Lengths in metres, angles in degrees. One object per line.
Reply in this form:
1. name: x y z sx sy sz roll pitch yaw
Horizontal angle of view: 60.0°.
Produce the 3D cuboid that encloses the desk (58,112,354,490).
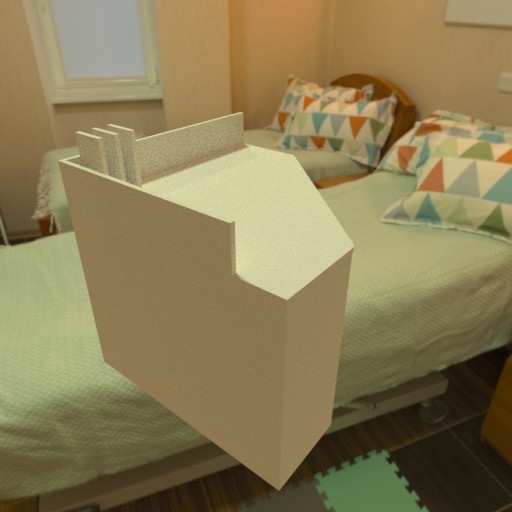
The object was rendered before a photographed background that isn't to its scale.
1. desk: 0.000 0.000 1.747 0.940 0.986 0.940 22 37 33
